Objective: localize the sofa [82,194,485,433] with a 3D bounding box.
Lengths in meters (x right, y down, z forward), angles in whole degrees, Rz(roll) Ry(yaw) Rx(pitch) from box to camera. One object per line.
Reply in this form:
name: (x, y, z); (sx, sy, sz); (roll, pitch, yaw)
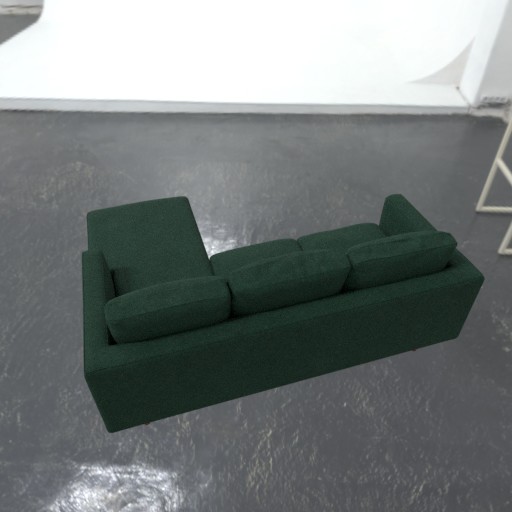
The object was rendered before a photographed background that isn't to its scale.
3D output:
sofa: (0.000, 0.000, 2.806); (2.030, 0.899, 1.580); (-11, 42, -13)
